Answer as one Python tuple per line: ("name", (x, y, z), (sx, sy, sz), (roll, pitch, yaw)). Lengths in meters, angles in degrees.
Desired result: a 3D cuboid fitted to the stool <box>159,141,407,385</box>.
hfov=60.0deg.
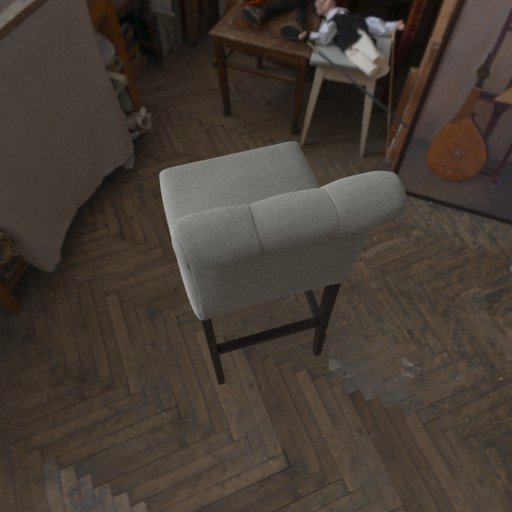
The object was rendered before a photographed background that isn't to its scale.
("stool", (0.000, 0.000, 1.437), (0.493, 1.140, 0.601), (-14, 60, -8))
